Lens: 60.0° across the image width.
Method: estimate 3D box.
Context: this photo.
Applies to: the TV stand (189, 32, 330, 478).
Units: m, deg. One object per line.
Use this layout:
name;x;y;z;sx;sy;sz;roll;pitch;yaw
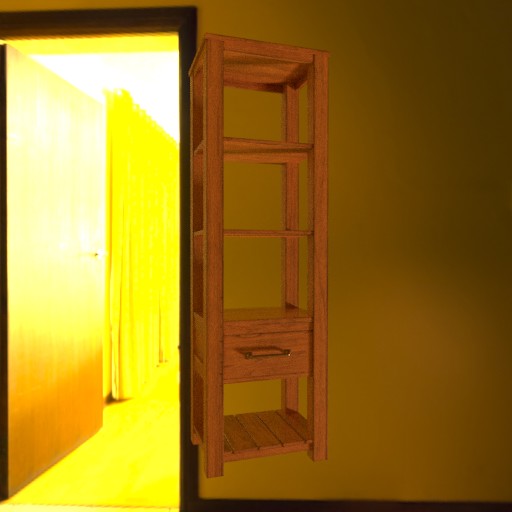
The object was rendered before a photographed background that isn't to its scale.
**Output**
TV stand;0.000;0.000;2.085;0.565;1.828;0.435;0;0;-18
